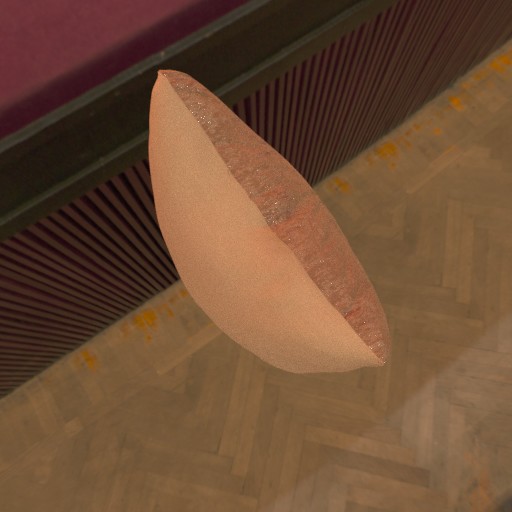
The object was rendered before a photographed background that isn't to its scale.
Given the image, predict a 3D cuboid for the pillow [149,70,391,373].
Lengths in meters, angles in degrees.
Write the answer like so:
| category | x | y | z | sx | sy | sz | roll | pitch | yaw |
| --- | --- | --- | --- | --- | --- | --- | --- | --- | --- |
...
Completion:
| category | x | y | z | sx | sy | sz | roll | pitch | yaw |
| --- | --- | --- | --- | --- | --- | --- | --- | --- | --- |
| pillow | 0.000 | 0.000 | 0.721 | 0.245 | 0.448 | 0.450 | -33 | 78 | -8 |
